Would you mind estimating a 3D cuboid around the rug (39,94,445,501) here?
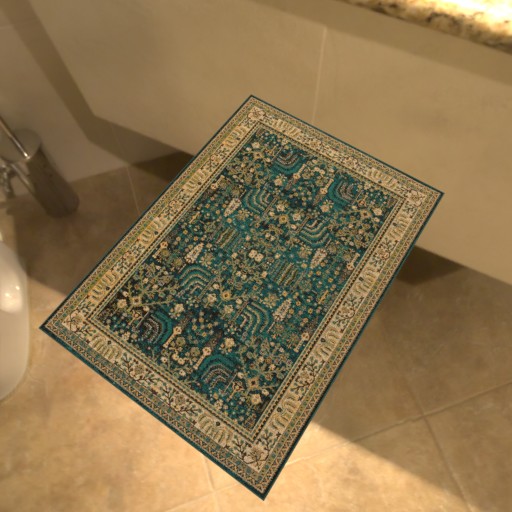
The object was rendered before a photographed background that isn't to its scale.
[{"bbox_3d":[0.000,0.000,2.809,1.594,0.013,2.213,32,69,14],"label":"rug"}]
